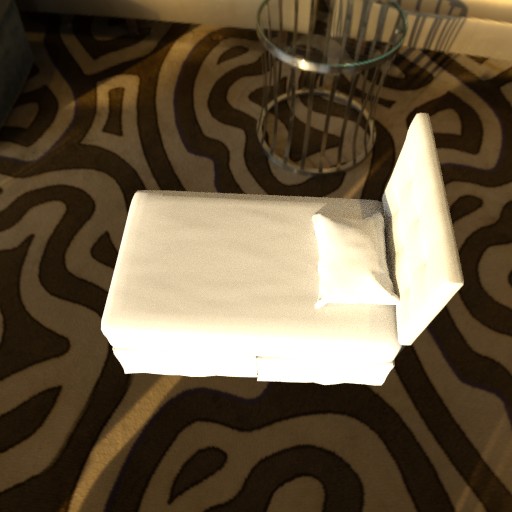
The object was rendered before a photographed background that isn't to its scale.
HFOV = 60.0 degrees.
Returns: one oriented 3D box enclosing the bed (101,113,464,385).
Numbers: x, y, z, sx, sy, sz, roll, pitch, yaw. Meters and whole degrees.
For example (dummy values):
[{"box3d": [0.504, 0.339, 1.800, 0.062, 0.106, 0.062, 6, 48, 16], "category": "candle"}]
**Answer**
[{"box3d": [0.000, 0.000, 2.993, 1.997, 1.571, 1.261, 3, 59, 2], "category": "bed"}]
